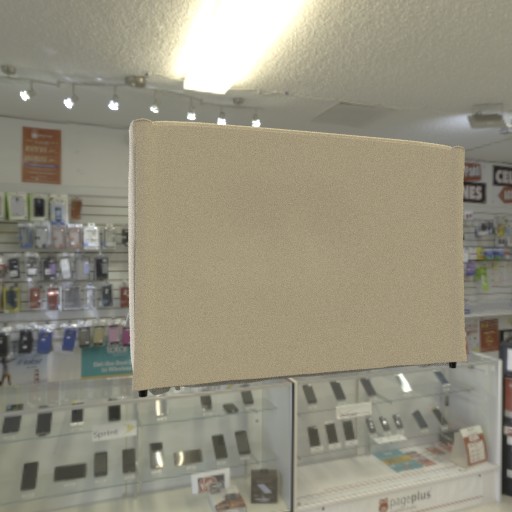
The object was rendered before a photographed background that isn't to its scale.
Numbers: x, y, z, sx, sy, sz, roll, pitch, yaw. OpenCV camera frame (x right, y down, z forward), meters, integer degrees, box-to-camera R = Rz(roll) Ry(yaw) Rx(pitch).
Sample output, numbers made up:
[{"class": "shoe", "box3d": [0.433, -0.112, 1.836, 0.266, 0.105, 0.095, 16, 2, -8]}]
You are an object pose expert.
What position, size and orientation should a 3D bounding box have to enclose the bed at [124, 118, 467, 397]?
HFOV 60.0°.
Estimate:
[{"class": "bed", "box3d": [0.000, 0.000, 3.410, 1.925, 1.332, 2.276, 0, 0, -17]}]
